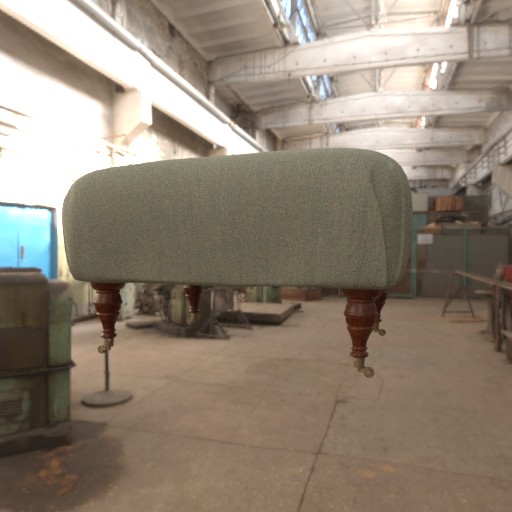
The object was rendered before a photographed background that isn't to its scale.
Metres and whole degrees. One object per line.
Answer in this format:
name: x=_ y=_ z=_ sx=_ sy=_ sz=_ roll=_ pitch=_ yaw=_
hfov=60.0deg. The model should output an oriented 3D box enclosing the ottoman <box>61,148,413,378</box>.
ottoman: x=0.000 y=0.000 z=1.124 sx=0.747 sy=0.450 sz=0.622 roll=0 pitch=1 yaw=19
